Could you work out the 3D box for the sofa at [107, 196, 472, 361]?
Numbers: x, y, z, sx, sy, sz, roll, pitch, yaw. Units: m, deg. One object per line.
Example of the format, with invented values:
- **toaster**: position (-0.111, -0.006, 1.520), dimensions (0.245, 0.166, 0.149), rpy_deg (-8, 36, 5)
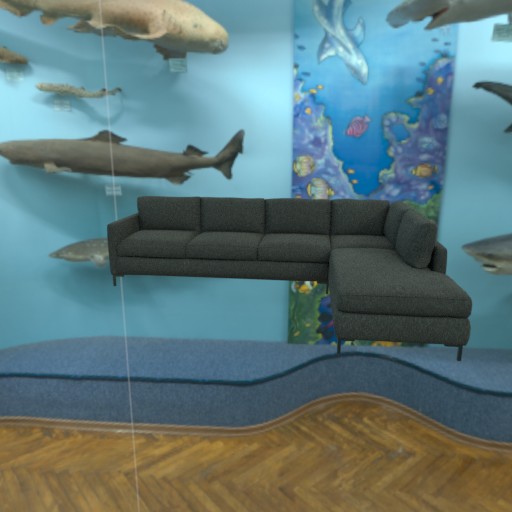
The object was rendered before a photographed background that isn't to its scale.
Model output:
- **sofa**: position (0.000, 0.000, 3.821), dimensions (2.949, 0.815, 2.007), rpy_deg (2, 14, 7)
